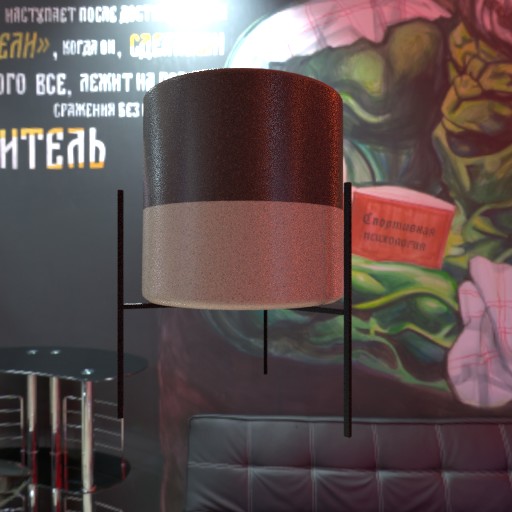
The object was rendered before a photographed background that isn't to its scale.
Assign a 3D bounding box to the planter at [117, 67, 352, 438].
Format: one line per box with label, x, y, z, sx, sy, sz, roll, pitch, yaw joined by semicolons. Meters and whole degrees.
planter;0.000;0.000;0.525;0.260;0.353;0.250;0;0;35
